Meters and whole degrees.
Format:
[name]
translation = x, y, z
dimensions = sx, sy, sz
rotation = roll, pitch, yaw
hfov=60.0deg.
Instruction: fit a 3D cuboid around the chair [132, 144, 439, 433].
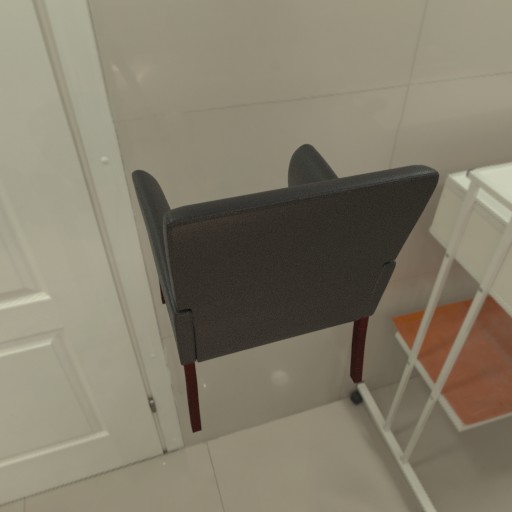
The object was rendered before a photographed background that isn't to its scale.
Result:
[chair]
translation = 0.000, 0.000, 1.490
dimensions = 0.683, 0.951, 0.772
rotation = -12, 42, -14
